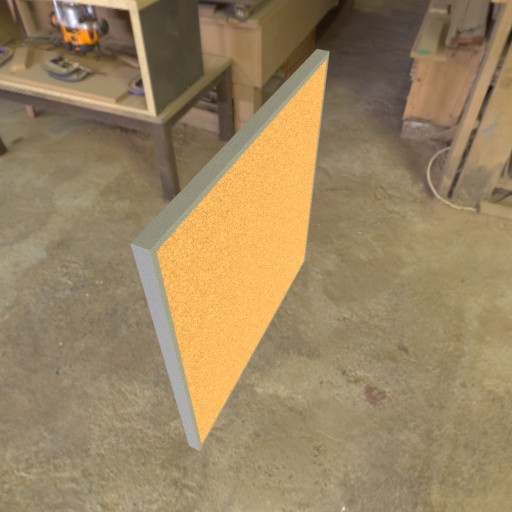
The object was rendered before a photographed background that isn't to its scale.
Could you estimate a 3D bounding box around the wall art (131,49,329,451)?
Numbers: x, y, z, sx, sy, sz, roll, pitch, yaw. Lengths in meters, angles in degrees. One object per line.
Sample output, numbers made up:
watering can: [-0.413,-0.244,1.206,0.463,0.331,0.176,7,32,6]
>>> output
wall art: [0.000,0.000,1.209,0.038,0.807,0.809,19,49,17]
